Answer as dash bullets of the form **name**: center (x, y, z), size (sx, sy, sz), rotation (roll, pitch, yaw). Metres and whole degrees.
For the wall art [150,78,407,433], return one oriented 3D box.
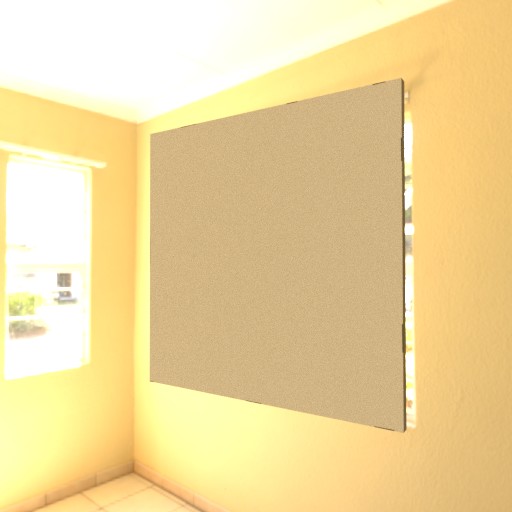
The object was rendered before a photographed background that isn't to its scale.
- **wall art**: center (0.000, 0.000, 0.681), size (0.446, 0.445, 0.014), rotation (-1, -1, 33)
